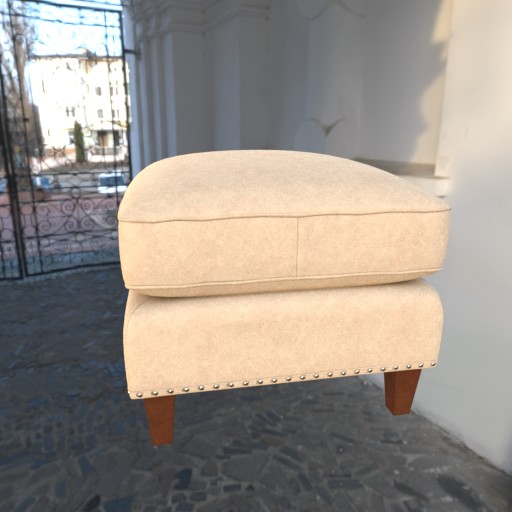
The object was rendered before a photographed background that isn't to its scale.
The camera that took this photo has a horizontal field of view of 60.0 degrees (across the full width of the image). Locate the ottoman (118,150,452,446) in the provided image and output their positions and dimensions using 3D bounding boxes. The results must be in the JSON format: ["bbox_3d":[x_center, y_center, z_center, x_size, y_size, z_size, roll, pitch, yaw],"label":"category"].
[{"bbox_3d":[0.000,0.000,1.108,0.584,0.513,0.741,-3,16,-10],"label":"ottoman"}]
